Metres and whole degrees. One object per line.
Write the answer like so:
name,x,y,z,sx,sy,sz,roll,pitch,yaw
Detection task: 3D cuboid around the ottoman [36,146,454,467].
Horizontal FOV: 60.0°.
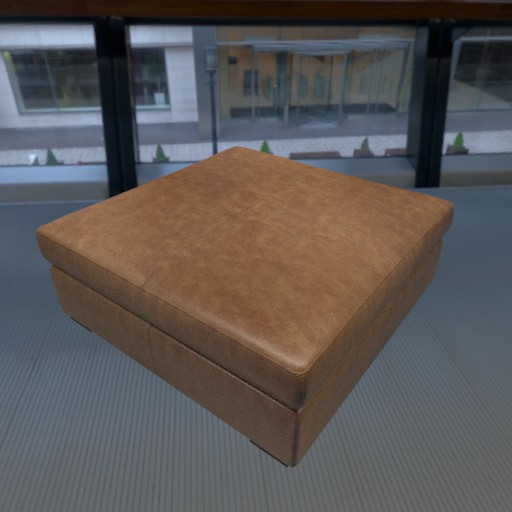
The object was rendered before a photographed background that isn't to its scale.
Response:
ottoman,0.000,0.000,1.798,1.168,0.483,1.169,22,39,31
